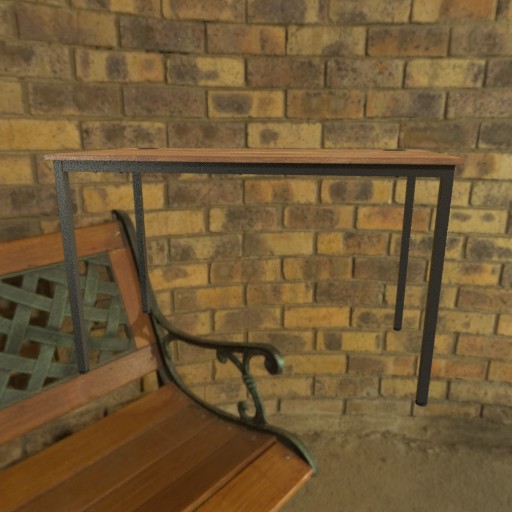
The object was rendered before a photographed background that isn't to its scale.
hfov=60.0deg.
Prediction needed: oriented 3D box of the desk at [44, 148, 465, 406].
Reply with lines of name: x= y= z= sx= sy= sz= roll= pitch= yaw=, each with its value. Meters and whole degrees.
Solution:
desk: x=0.000 y=0.000 z=1.628 sx=1.200 sy=0.749 sz=0.600 roll=3 pitch=16 yaw=9
